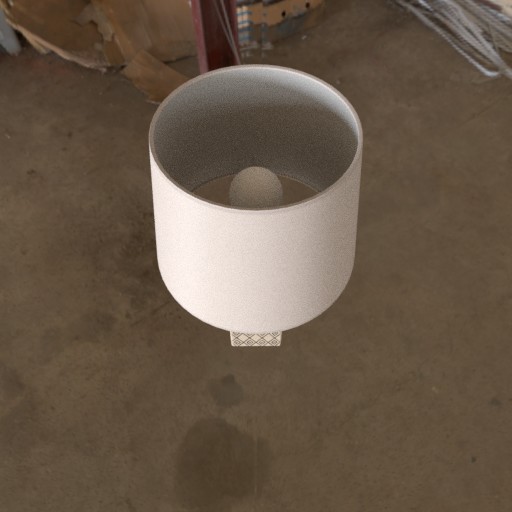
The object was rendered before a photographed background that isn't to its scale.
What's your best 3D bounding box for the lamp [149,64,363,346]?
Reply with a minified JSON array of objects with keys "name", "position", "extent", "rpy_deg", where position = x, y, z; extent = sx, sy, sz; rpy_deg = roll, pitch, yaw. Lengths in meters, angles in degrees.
[{"name":"lamp","position":[0.000,0.000,0.595],"extent":[0.251,0.435,0.251],"rpy_deg":[0,57,0]}]
